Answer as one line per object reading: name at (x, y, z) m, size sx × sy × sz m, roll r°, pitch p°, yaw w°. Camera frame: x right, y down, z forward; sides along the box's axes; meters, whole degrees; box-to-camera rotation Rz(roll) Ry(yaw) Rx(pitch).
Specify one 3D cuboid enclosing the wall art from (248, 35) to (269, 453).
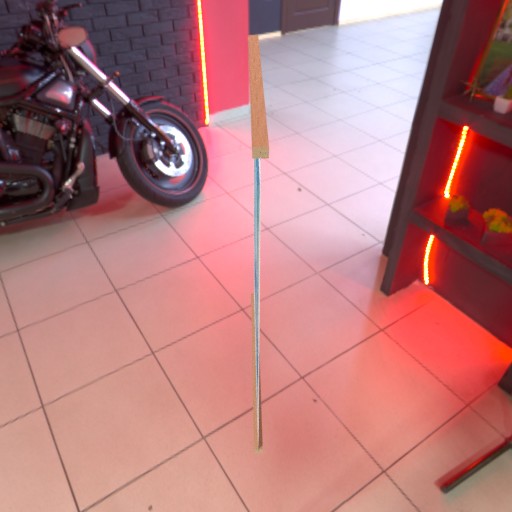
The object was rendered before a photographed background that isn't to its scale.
wall art at (0.000, 0.000, 1.909) m, size 0.040 × 1.510 × 0.991 m, roll -1°, pitch 40°, yaw -1°
